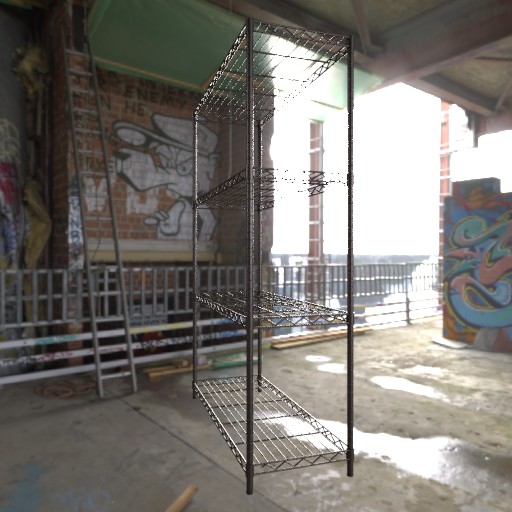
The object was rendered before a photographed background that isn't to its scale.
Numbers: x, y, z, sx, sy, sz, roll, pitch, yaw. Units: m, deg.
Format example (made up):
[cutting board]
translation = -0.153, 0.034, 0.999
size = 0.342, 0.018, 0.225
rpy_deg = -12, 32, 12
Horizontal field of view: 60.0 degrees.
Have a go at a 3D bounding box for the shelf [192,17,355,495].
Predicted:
[shelf]
translation = 0.000, 0.000, 1.743
size = 0.352, 1.361, 0.907
rpy_deg = 0, 0, -18
